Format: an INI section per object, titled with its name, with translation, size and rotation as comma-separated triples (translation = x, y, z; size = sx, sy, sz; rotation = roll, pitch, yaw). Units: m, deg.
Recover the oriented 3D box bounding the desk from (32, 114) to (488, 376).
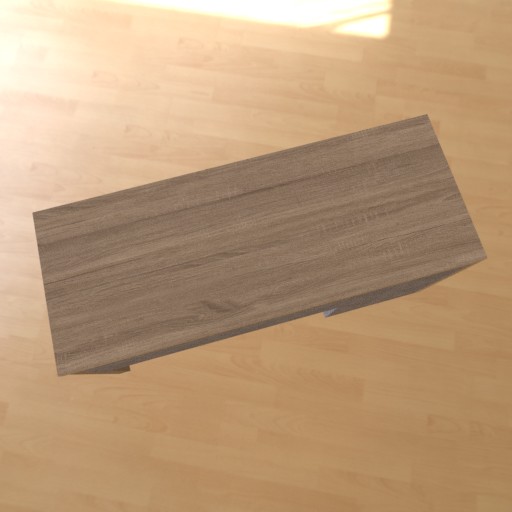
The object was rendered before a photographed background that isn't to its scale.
[desk]
translation = 0.000, 0.000, 2.137
size = 1.700, 0.760, 0.690
rotation = -15, 76, -4
